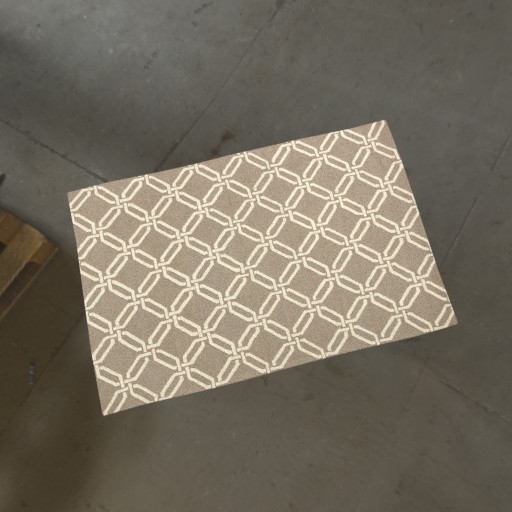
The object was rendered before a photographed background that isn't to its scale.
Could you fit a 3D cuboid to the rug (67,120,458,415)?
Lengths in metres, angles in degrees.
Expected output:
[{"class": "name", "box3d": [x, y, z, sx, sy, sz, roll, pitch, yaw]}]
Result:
[{"class": "rug", "box3d": [0.000, 0.000, 2.221, 1.748, 0.010, 1.142, -14, 77, -3]}]
